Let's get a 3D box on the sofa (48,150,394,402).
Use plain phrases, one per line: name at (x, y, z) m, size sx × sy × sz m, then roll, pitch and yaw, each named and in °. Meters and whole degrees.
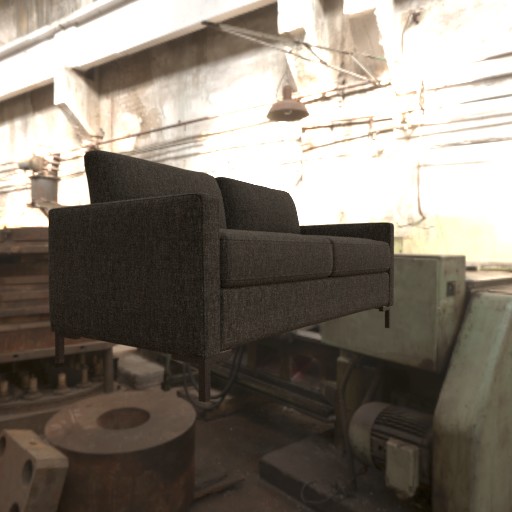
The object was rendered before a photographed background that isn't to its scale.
sofa at (0.000, 0.000, 2.215) m, size 0.866 × 0.862 × 1.716 m, roll 0°, pitch 1°, yaw 36°
